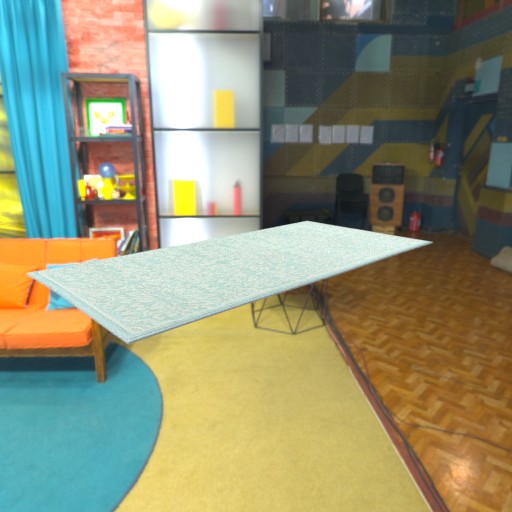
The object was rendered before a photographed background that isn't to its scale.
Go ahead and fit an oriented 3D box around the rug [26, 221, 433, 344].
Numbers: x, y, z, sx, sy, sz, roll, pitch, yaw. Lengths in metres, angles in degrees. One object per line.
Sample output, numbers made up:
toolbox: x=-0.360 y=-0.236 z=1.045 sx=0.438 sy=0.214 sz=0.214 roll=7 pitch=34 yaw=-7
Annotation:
rug: x=0.000 y=0.000 z=1.436 sx=1.219 sy=0.007 sz=0.604 roll=-13 pitch=20 yaw=-42
